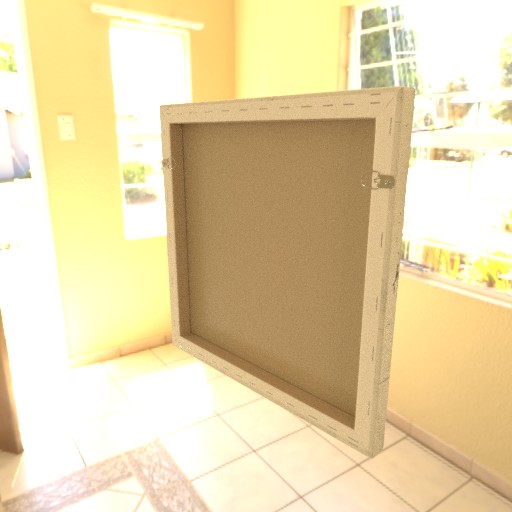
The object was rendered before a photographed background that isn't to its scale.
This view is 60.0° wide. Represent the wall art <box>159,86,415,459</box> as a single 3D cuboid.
[{"bbox_3d":[0.000,0.000,0.908,0.040,0.611,0.610,-15,21,-42],"label":"wall art"}]
